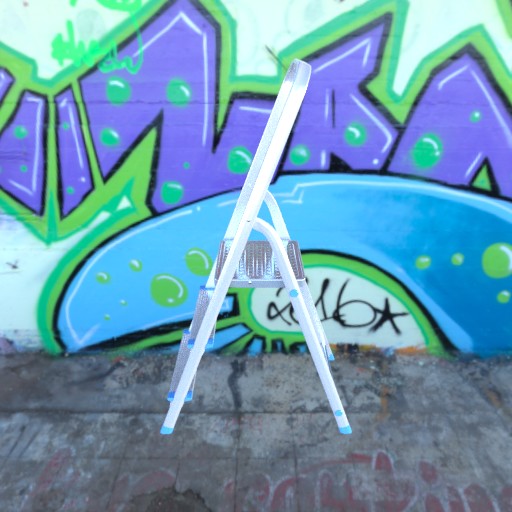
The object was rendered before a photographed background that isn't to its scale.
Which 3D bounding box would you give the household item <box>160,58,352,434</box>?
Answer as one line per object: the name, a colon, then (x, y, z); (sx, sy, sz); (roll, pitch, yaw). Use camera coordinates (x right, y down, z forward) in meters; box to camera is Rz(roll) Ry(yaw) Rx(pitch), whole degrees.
household item: (0.000, 0.000, 1.498); (0.687, 1.215, 0.420); (0, 27, 0)
